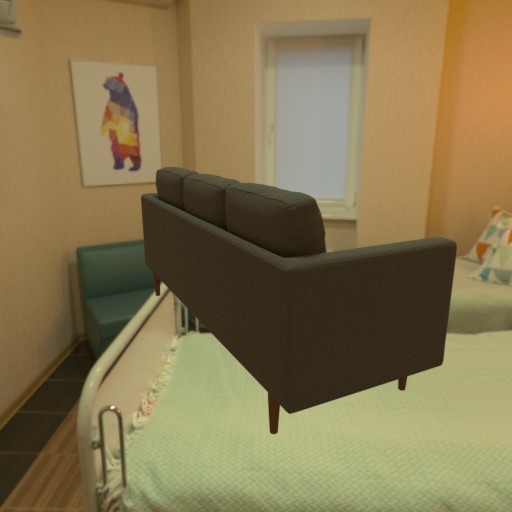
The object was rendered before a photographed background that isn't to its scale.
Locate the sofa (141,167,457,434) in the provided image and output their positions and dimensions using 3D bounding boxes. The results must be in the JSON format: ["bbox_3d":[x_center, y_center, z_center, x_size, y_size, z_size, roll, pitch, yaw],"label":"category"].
[{"bbox_3d":[0.000,0.000,2.487,0.802,0.912,2.029,-8,17,-26],"label":"sofa"}]
